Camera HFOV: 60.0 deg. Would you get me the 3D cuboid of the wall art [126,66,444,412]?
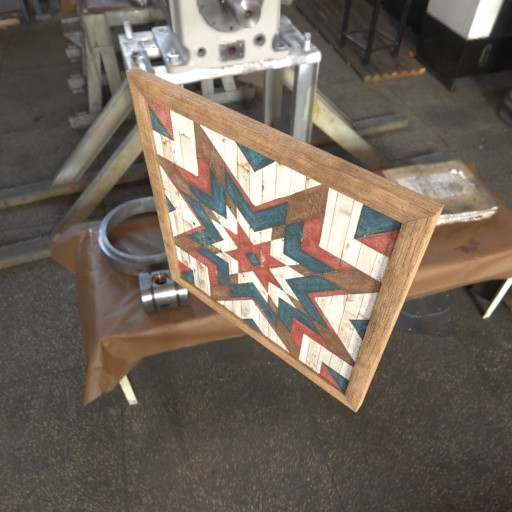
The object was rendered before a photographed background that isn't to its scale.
[{"bbox_3d":[0.000,0.000,1.046,0.695,0.691,0.029,32,55,26],"label":"wall art"}]
